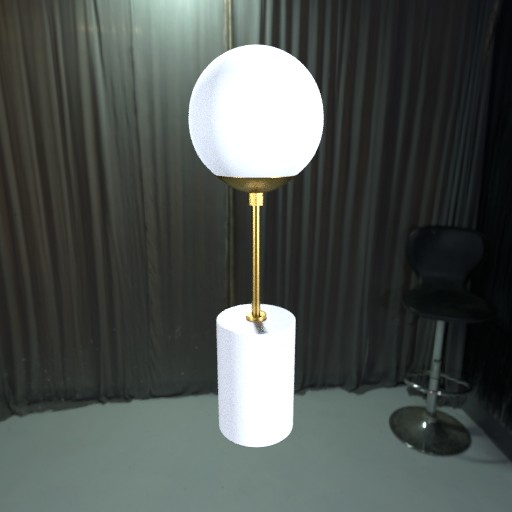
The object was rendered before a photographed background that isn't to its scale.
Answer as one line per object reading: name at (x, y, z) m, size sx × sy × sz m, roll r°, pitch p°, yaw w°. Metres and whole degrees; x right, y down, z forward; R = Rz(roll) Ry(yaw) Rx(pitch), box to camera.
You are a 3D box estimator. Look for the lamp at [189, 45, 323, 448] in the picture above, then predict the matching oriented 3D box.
lamp at (0.000, 0.000, 0.552) m, size 0.153 × 0.480 × 0.153 m, roll 0°, pitch 15°, yaw 0°
